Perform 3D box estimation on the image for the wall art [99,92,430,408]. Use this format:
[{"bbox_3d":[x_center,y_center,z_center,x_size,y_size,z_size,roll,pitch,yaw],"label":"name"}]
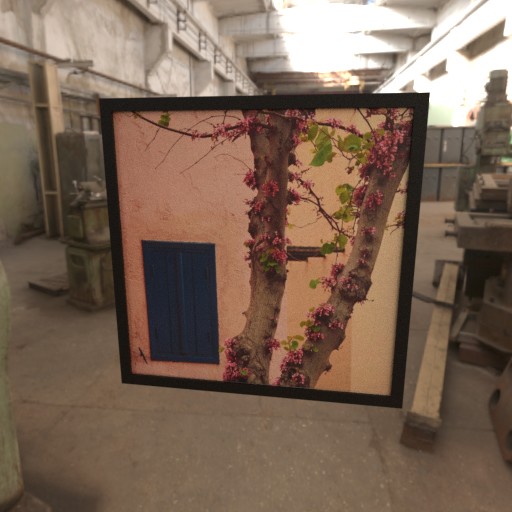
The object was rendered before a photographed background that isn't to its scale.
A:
[{"bbox_3d":[0.000,0.000,1.117,0.762,0.762,0.038,2,14,9],"label":"wall art"}]
